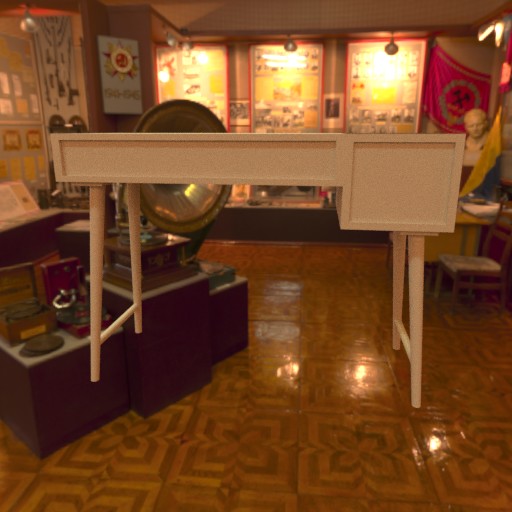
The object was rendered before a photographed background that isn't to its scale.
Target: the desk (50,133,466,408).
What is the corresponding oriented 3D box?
[{"bbox_3d":[0.000,0.000,1.426,1.069,0.761,0.409,2,16,8],"label":"desk"}]
